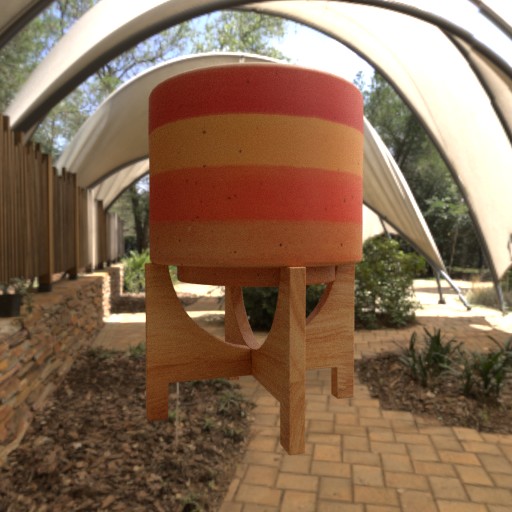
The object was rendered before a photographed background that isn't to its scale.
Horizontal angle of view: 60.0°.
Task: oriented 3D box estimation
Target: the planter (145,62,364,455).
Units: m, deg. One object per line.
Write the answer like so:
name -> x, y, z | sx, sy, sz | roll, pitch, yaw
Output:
planter -> 0.000, 0.000, 0.553 | 0.269, 0.379, 0.269 | 0, 2, 0
